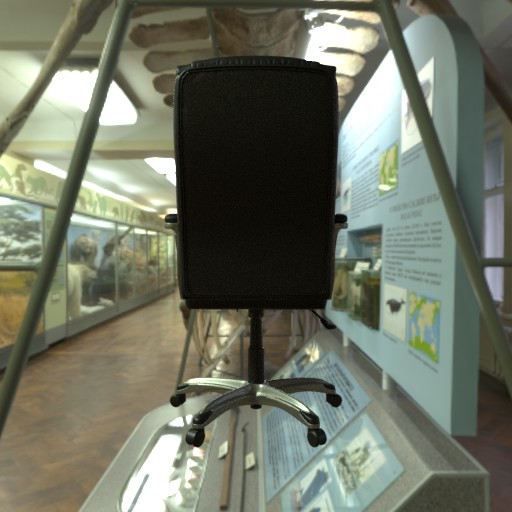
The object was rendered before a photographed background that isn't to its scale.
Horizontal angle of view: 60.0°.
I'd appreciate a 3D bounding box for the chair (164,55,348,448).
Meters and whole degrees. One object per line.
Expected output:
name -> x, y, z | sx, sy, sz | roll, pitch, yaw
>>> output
chair -> 0.000, 0.000, 1.611 | 0.663, 1.155, 0.739 | 0, 0, 0
